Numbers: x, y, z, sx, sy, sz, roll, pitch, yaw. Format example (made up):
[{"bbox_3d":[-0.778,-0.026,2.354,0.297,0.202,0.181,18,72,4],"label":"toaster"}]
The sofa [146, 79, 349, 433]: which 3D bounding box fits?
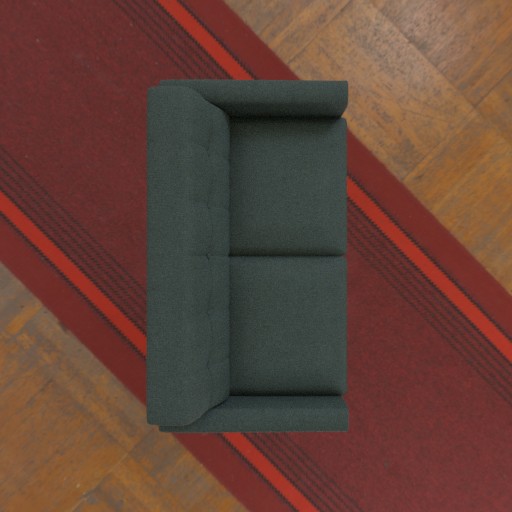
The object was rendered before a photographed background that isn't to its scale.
[{"bbox_3d":[0.000,0.000,2.185,0.909,0.841,1.631,0,90,0],"label":"sofa"}]
